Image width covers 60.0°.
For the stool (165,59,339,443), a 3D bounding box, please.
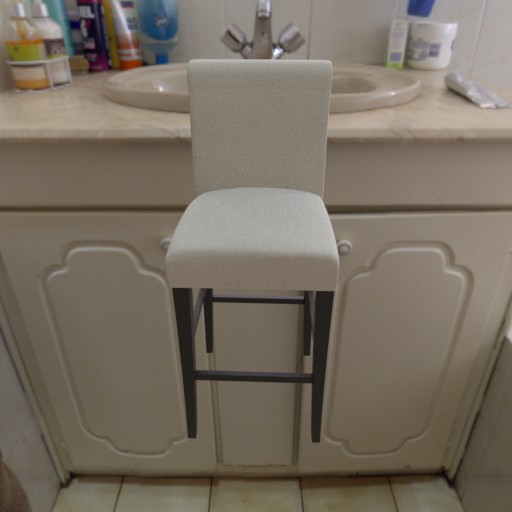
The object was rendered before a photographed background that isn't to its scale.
[{"bbox_3d":[0.000,0.000,1.446,0.452,1.124,0.597,1,30,2],"label":"stool"}]
